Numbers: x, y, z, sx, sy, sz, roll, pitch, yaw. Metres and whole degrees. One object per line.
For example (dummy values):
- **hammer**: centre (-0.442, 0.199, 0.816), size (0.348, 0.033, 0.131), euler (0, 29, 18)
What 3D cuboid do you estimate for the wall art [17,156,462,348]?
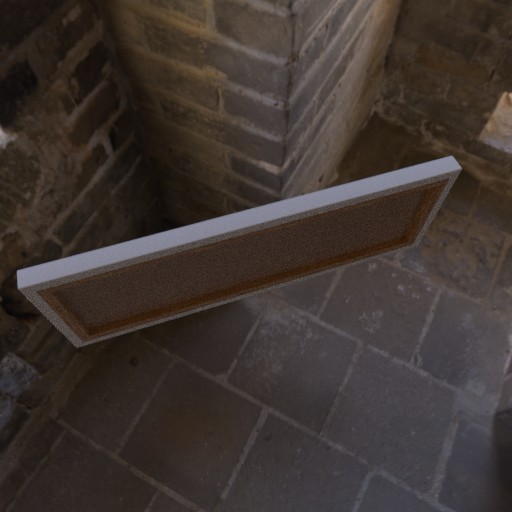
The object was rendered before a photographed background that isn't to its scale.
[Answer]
- **wall art**: centre (0.000, 0.000, 0.848), size (0.766, 0.256, 0.036), euler (-16, 60, -9)
